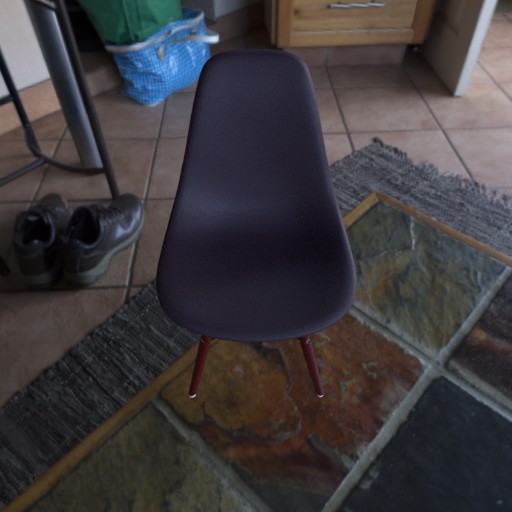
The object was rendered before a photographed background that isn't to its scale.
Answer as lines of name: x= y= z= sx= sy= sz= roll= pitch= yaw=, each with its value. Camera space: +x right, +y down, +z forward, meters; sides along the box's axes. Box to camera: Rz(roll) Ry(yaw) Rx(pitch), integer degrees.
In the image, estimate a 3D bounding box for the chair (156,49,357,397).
chair: x=0.000 y=0.000 z=1.137 sx=0.470 sy=0.826 sz=0.533 roll=0 pitch=47 yaw=0
